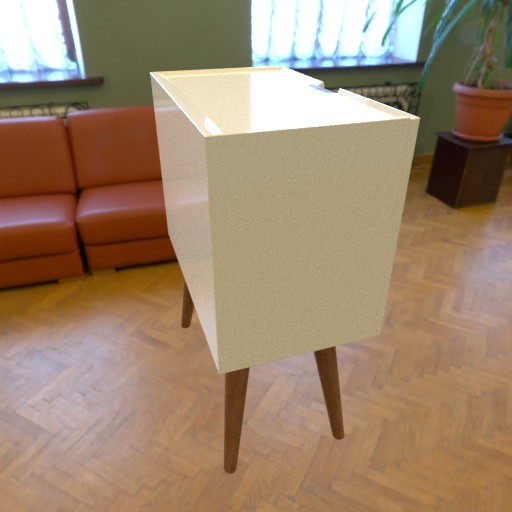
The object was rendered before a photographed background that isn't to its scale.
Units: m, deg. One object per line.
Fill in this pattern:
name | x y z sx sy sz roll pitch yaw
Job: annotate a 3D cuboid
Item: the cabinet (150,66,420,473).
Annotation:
cabinet | 0.000 0.000 1.080 0.344 0.772 0.591 -10 32 -16
